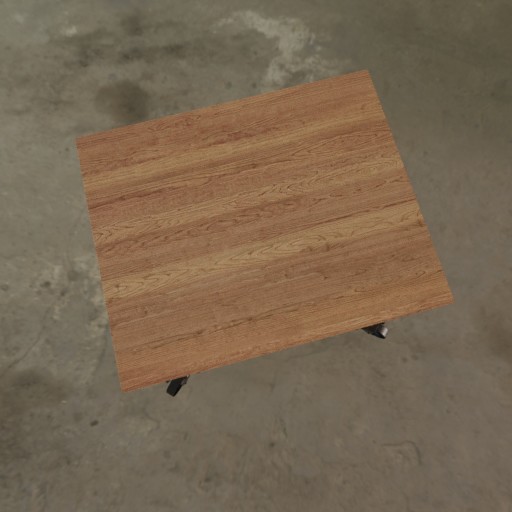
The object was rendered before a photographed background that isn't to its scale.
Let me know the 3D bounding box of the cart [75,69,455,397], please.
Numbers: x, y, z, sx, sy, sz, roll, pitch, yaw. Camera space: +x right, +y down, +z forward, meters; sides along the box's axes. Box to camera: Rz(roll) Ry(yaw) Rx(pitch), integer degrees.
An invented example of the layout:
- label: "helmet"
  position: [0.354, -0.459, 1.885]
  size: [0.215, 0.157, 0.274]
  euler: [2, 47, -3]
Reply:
- label: "cart"
  position: [0.000, 0.000, 1.101]
  size: [0.666, 0.603, 0.558]
  euler: [-14, 77, -4]
